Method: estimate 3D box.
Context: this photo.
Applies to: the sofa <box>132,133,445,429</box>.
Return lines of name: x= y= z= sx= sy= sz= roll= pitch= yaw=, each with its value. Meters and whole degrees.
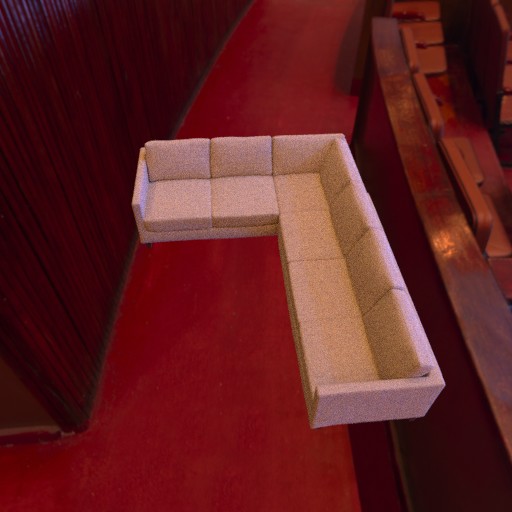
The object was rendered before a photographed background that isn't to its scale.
sofa: x=0.000 y=0.000 z=4.307 sx=2.432 sy=0.863 sz=3.182 roll=-4 pitch=47 yaw=-3
